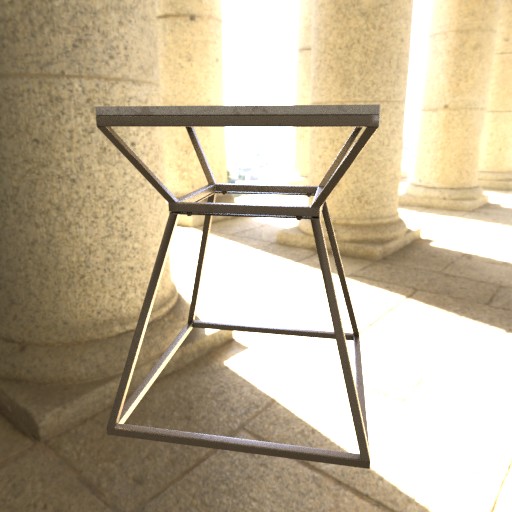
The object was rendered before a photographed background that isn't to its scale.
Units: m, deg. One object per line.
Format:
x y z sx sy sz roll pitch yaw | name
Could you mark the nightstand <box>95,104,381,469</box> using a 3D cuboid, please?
0.000 0.000 0.882 0.455 0.554 0.455 3 17 10 | nightstand
